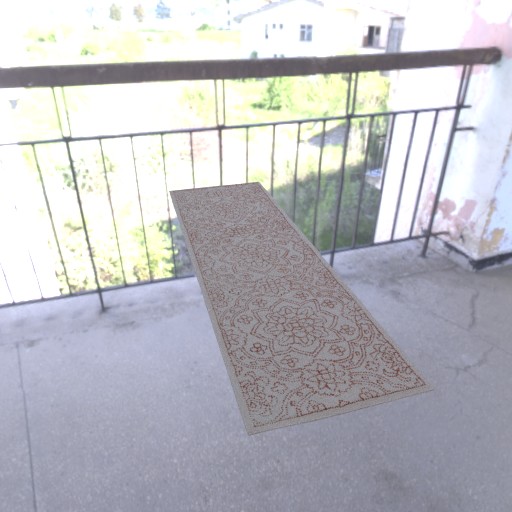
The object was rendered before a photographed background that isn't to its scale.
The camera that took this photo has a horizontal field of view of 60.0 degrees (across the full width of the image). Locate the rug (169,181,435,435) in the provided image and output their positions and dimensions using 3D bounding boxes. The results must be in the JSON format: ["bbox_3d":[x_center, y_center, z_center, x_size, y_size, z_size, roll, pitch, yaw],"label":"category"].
[{"bbox_3d":[0.000,0.000,2.667,0.769,0.012,2.448,-8,31,-14],"label":"rug"}]
